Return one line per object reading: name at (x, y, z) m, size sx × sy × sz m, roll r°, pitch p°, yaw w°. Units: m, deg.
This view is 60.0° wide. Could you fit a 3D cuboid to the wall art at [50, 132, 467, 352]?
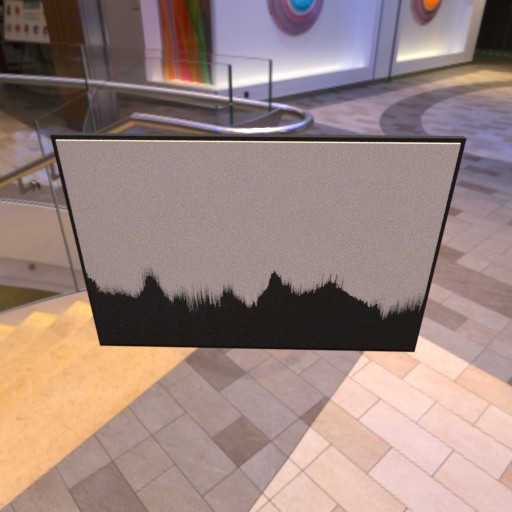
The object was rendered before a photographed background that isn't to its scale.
wall art at (0.000, 0.000, 1.479) m, size 1.190 × 0.805 × 0.028 m, roll 1°, pitch 31°, yaw 1°
